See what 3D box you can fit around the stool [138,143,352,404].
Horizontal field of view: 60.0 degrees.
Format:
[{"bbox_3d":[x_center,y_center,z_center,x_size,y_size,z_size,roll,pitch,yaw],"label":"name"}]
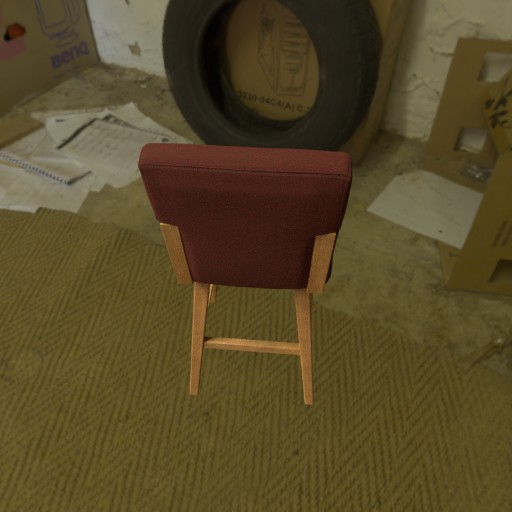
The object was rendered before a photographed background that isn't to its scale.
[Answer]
[{"bbox_3d":[0.000,0.000,1.387,0.468,1.093,0.562,4,47,3],"label":"stool"}]
